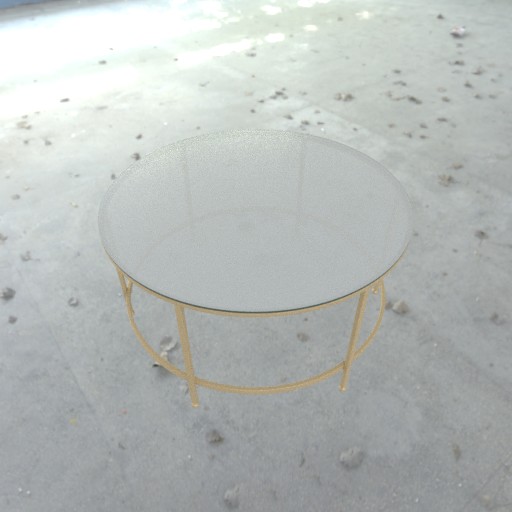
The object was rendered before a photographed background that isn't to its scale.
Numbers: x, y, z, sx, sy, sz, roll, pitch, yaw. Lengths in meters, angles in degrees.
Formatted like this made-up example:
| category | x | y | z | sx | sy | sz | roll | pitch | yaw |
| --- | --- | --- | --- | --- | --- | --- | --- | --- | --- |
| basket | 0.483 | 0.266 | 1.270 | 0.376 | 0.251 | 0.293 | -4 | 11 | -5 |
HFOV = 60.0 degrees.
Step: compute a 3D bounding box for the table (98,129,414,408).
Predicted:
| category | x | y | z | sx | sy | sz | roll | pitch | yaw |
| --- | --- | --- | --- | --- | --- | --- | --- | --- | --- |
| table | 0.000 | 0.000 | 1.479 | 0.914 | 0.470 | 0.914 | 0 | 41 | 0 |
